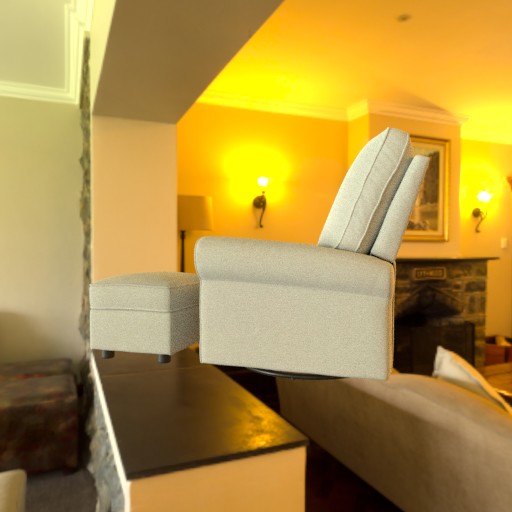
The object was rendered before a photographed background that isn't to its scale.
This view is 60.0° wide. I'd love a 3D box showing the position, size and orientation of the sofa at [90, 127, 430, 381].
[{"bbox_3d":[0.000,0.000,2.083,1.478,0.959,0.880,0,0,17],"label":"sofa"}]
